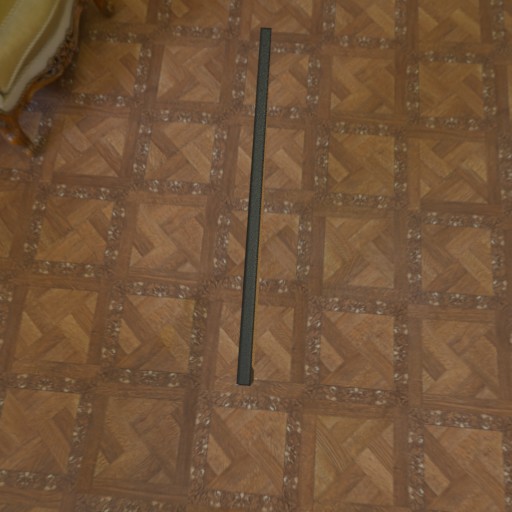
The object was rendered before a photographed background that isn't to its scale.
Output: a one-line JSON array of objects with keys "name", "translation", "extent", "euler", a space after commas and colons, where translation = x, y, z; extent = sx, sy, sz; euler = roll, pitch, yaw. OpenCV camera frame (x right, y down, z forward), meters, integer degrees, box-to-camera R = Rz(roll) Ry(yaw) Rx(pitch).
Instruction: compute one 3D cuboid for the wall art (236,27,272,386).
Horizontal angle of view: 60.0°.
[{"name": "wall art", "translation": [0.000, 0.000, 0.871], "extent": [0.016, 0.657, 0.480], "euler": [3, 75, 1]}]
